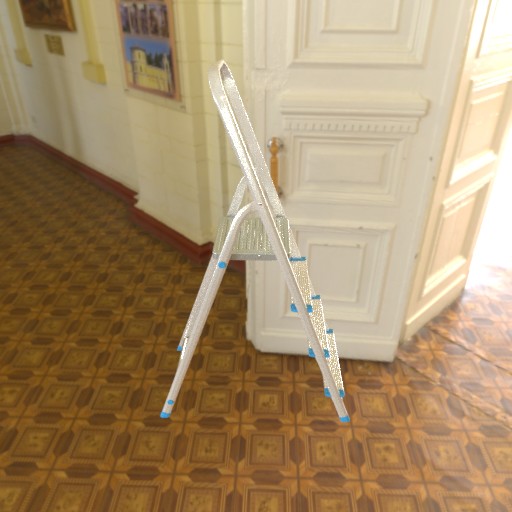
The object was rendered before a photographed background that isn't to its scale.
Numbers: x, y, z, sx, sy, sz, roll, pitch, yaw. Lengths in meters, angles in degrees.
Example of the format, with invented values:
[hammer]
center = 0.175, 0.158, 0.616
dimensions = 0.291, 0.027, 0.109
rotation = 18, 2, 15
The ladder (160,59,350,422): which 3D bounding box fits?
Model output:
[ladder]
center = 0.000, 0.000, 1.776
dimensions = 0.842, 1.434, 0.445
rotation = 1, 32, 1
